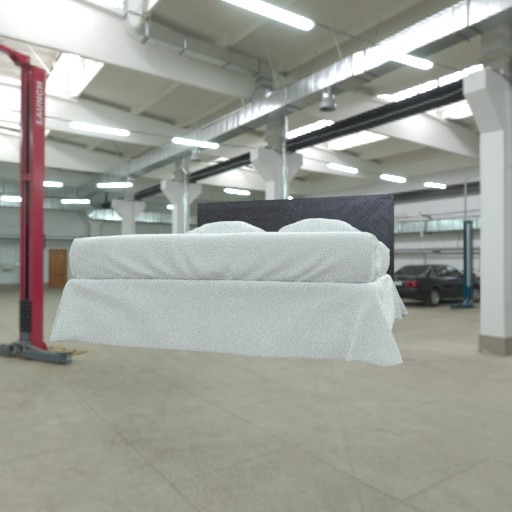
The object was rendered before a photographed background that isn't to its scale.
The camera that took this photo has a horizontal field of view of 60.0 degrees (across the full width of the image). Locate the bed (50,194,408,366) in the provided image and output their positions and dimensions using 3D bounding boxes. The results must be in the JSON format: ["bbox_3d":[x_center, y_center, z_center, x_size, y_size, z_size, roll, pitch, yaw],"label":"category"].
[{"bbox_3d":[0.000,0.000,3.475,2.255,1.158,2.165,0,-1,19],"label":"bed"}]
